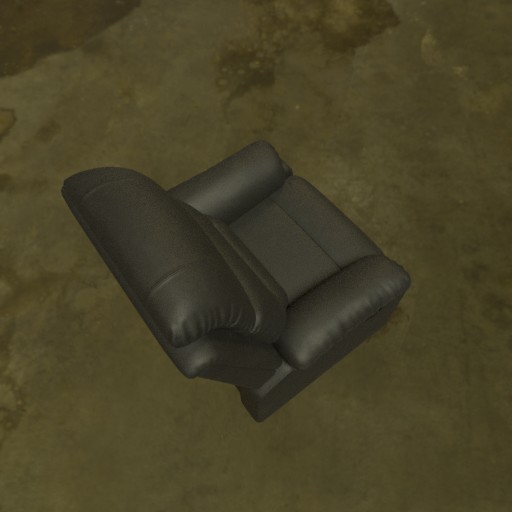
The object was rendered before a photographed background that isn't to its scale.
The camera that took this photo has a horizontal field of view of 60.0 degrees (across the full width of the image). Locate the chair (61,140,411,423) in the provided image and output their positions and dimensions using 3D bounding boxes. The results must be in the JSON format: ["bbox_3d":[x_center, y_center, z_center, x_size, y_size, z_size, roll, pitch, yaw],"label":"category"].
[{"bbox_3d":[0.000,0.000,1.585,0.919,0.992,0.855,-33,64,-18],"label":"chair"}]
